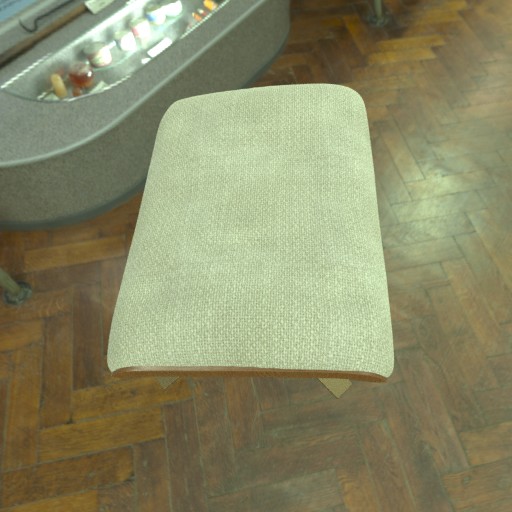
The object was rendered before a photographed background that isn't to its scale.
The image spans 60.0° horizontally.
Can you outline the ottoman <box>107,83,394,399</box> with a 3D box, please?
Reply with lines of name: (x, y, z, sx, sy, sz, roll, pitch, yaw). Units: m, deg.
ottoman: (0.000, 0.000, 0.799, 0.394, 0.391, 0.520, 3, 58, 2)
